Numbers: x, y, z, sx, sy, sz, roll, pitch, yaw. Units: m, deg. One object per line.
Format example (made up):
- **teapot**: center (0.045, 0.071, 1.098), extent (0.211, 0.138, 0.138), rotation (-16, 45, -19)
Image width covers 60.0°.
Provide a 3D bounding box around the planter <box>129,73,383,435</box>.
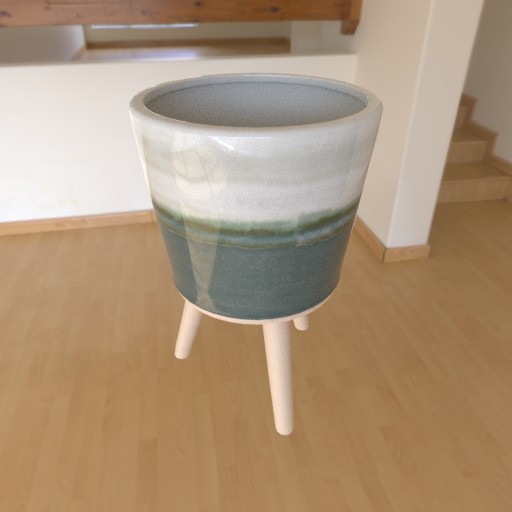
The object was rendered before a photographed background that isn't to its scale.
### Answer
- **planter**: center (0.000, 0.000, 0.474), extent (0.217, 0.331, 0.217), rotation (-21, 38, -30)
